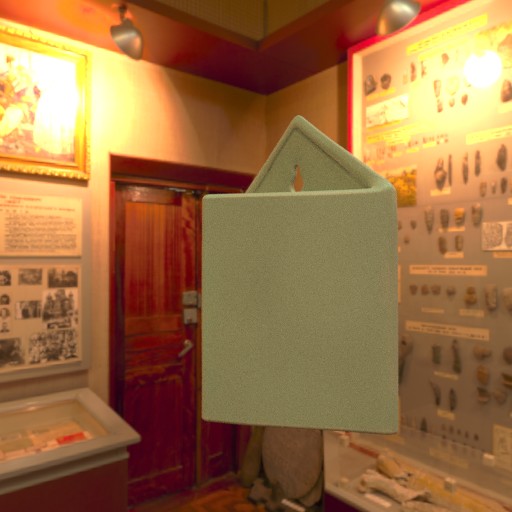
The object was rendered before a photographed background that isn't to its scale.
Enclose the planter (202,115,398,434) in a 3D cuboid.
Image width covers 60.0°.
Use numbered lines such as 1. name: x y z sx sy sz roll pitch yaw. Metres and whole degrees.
1. planter: 0.000 0.000 0.289 0.079 0.197 0.164 0 0 -37
